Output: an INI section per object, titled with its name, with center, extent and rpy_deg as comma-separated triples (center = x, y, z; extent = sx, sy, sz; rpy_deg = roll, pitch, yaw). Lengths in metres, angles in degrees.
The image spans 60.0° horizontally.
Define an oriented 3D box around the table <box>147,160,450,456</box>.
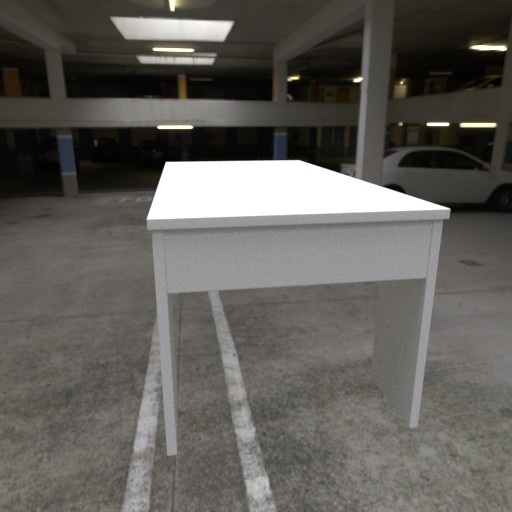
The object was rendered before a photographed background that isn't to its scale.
[table]
center = 0.000, 0.000, 1.243
extent = 0.500, 0.440, 1.000
rpy_deg = -3, 17, -9
